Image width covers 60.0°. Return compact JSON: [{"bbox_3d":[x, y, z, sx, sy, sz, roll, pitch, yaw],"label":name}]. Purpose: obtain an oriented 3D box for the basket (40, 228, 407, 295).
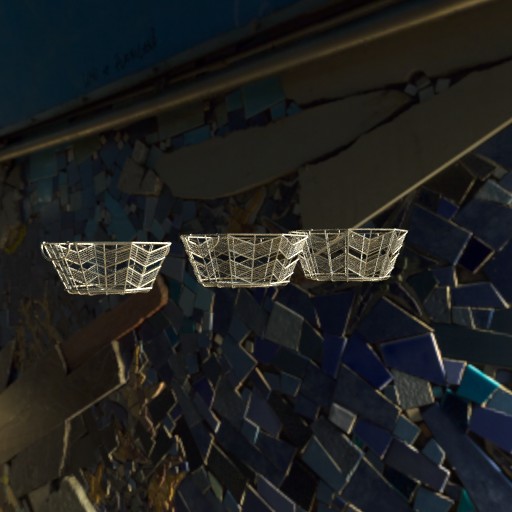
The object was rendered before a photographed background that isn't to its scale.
[{"bbox_3d":[0.000,0.000,1.405,1.246,0.178,0.432,-1,1,-35],"label":"basket"}]
